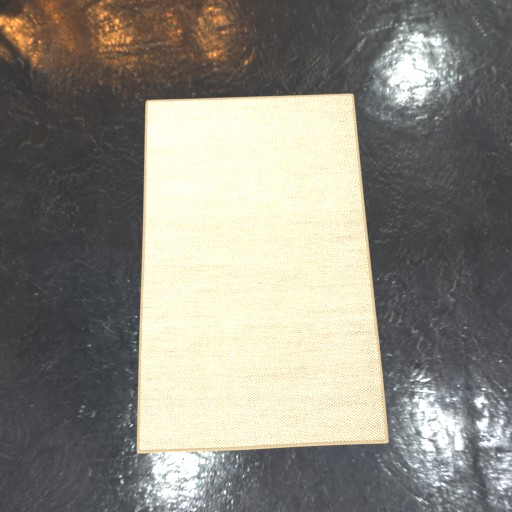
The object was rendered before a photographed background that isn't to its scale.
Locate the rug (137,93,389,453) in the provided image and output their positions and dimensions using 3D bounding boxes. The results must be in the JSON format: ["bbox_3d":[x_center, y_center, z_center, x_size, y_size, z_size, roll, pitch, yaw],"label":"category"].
[{"bbox_3d":[0.000,0.000,2.057,1.062,0.013,1.667,-2,76,-1],"label":"rug"}]
